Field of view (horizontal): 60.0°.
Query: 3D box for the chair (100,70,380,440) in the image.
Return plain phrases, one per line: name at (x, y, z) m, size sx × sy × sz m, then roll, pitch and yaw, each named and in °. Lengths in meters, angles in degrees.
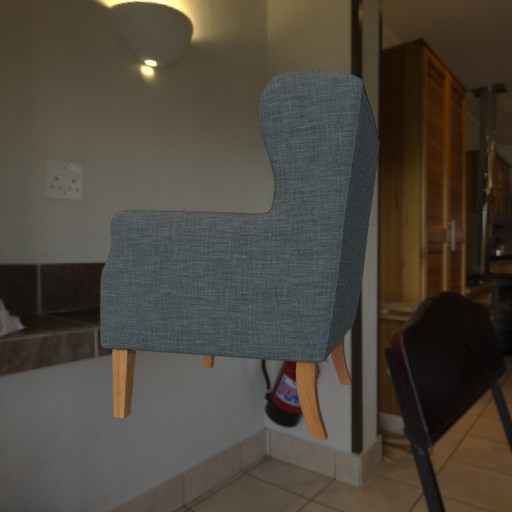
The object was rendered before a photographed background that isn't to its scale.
chair at (0.000, 0.000, 1.498) m, size 0.775 × 0.953 × 0.711 m, roll 0°, pitch 0°, yaw 19°
